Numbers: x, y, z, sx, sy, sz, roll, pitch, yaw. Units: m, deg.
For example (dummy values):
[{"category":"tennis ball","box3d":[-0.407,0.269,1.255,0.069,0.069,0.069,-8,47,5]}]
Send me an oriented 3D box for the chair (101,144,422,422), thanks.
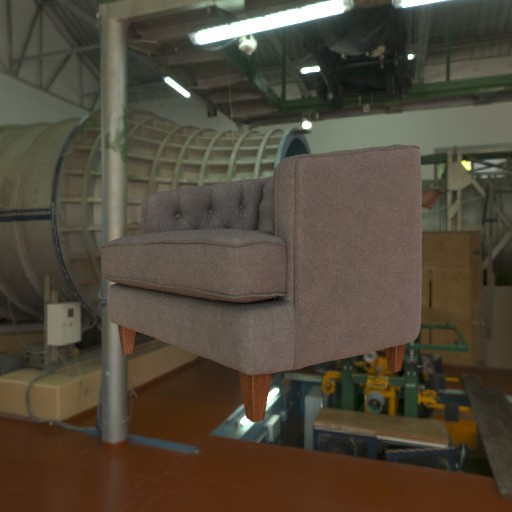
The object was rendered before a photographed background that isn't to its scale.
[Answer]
[{"category":"chair","box3d":[0.000,0.000,1.761,0.941,0.852,1.104,0,1,-36]}]
